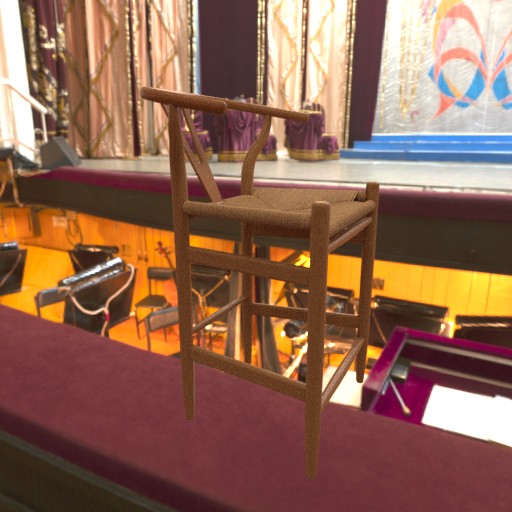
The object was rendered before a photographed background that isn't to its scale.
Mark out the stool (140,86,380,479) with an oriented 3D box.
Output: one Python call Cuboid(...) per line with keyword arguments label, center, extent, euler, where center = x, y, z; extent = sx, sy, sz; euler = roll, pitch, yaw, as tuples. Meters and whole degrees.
Cuboid(label="stool", center=(0.000, 0.000, 1.276), extent=(0.575, 0.923, 0.536), euler=(7, 17, 26))
